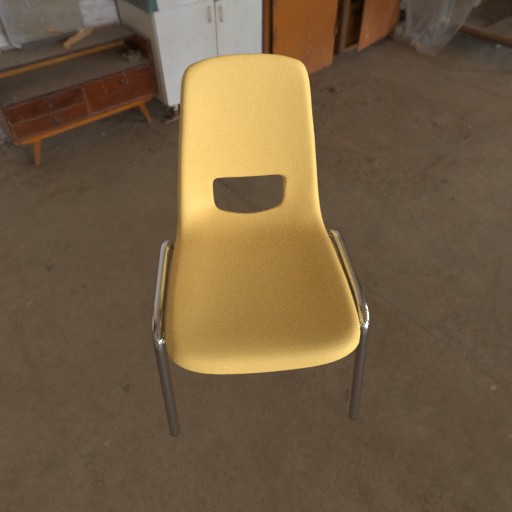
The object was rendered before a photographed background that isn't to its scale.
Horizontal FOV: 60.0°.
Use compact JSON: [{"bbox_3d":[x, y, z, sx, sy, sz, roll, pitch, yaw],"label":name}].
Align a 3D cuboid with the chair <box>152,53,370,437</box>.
[{"bbox_3d":[0.000,0.000,0.763,0.354,0.536,0.385,-4,47,-4],"label":"chair"}]
